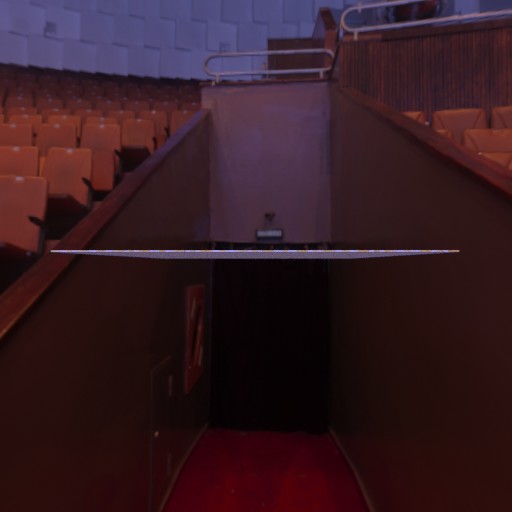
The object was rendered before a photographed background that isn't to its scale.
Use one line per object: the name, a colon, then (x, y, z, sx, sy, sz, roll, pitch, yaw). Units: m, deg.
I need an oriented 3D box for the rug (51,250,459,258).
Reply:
rug: (0.000, 0.000, 4.150, 2.433, 0.011, 3.037, 0, -1, 0)
